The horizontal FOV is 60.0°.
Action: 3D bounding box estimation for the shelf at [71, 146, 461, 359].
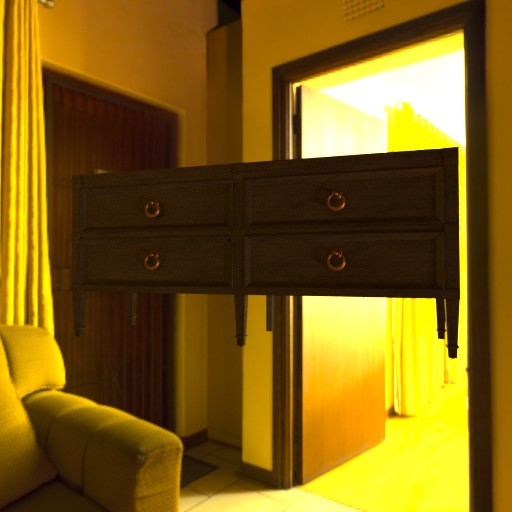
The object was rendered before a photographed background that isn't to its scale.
[{"bbox_3d":[0.000,0.000,1.933,1.575,0.719,0.479,0,-1,18],"label":"shelf"}]
